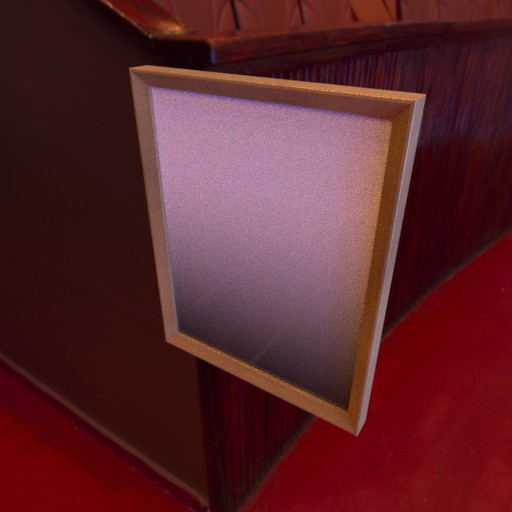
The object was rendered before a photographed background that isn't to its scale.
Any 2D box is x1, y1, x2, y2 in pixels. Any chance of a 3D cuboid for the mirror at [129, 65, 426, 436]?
[{"bbox_3d":[0.000,0.000,0.678,0.406,0.509,0.041,18,35,28],"label":"mirror"}]
